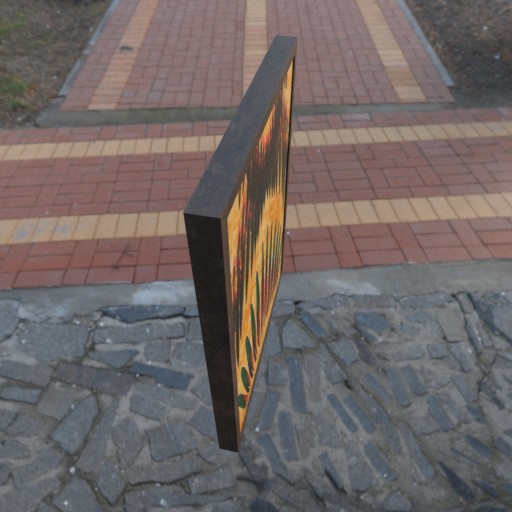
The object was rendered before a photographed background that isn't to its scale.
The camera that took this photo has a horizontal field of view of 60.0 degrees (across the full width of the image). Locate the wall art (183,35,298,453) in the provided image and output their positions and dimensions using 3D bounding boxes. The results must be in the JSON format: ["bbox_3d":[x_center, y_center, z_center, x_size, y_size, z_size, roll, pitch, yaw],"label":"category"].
[{"bbox_3d":[0.000,0.000,0.551,0.027,0.406,0.329,9,46,9],"label":"wall art"}]
